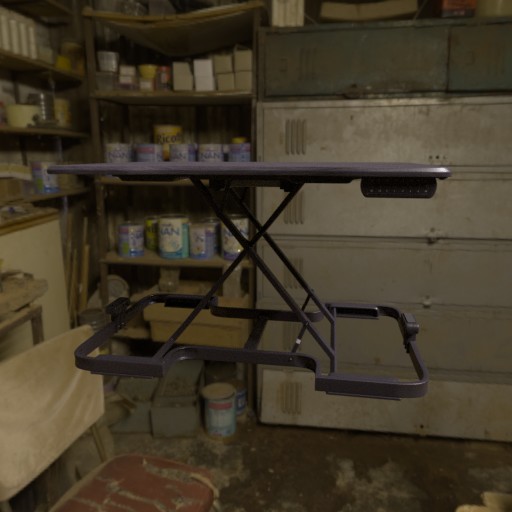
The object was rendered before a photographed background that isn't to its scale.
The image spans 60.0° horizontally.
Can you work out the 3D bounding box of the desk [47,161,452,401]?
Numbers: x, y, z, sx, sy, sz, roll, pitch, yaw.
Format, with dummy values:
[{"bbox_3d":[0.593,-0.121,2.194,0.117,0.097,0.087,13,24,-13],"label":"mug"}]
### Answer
[{"bbox_3d":[0.000,0.000,1.152,0.820,0.470,0.546,2,13,9],"label":"desk"}]
